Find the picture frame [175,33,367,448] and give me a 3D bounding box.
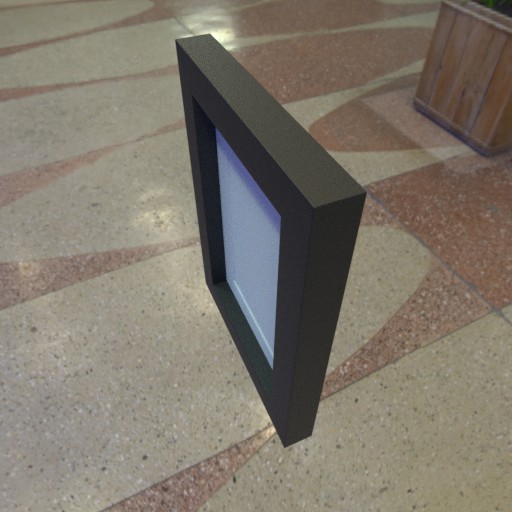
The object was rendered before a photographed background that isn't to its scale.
[{"bbox_3d":[0.000,0.000,0.274,0.028,0.208,0.157,-18,49,-16],"label":"picture frame"}]
